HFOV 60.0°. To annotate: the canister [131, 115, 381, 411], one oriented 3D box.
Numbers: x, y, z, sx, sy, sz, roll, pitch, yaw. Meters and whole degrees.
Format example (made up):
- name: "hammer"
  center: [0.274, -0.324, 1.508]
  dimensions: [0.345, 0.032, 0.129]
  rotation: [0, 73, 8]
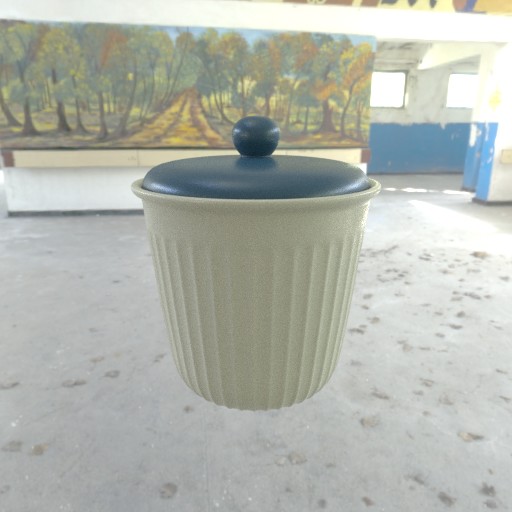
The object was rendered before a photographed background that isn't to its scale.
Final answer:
- name: "canister"
  center: [0.000, 0.000, 0.348]
  dimensions: [0.181, 0.211, 0.181]
  rotation: [0, 17, 0]
